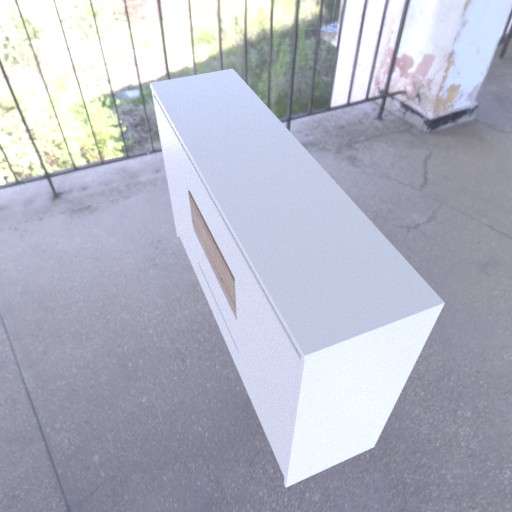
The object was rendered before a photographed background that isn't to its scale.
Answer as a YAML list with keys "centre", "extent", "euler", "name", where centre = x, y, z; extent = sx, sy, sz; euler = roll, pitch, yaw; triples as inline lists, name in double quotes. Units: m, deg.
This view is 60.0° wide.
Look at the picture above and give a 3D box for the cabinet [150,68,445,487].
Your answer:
- centre: [0.000, 0.000, 1.805]
  extent: [0.380, 0.900, 1.450]
  euler: [-17, 48, -16]
  name: "cabinet"
